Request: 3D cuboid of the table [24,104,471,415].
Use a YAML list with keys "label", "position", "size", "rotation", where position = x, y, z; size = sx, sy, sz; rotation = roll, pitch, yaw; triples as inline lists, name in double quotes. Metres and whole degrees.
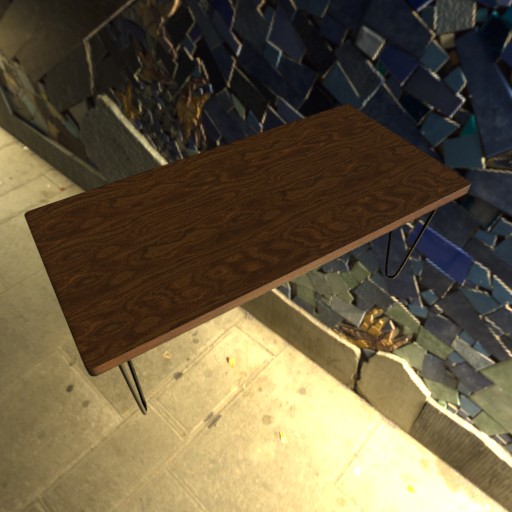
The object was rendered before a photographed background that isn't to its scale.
- label: "table"
  position: [0.000, 0.000, 2.231]
  size: [1.791, 0.753, 0.883]
  rotation: [-24, 51, -21]
